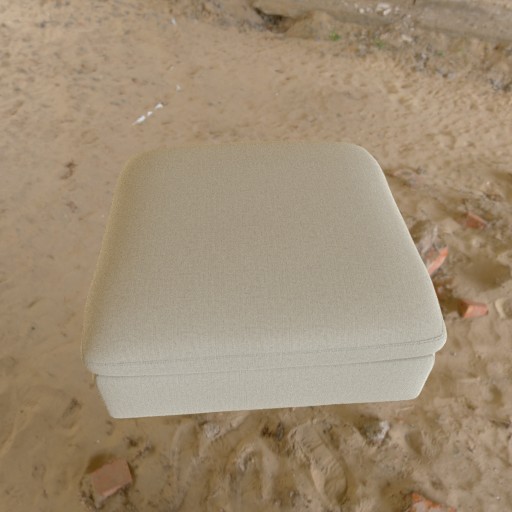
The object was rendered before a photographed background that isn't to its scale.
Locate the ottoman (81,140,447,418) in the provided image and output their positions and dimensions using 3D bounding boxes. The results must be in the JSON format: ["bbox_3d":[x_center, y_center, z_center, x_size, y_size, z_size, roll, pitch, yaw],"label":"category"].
[{"bbox_3d":[0.000,0.000,1.546,0.996,0.467,0.977,-3,46,-3],"label":"ottoman"}]
